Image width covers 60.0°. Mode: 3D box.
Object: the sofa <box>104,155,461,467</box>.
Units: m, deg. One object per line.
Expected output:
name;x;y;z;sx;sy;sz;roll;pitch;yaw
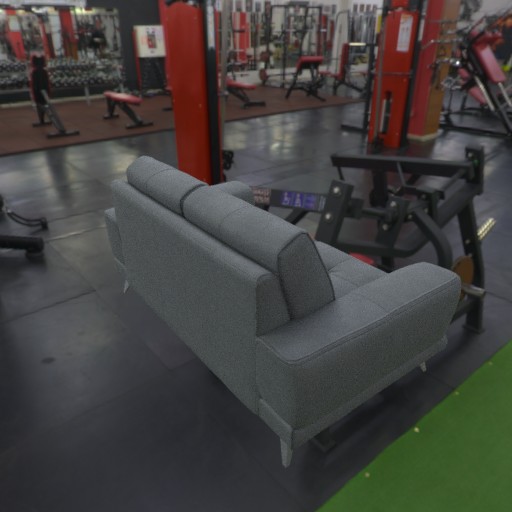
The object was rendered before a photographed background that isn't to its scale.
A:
sofa;0.000;0.000;2.362;1.018;0.907;1.806;-19;33;-32
